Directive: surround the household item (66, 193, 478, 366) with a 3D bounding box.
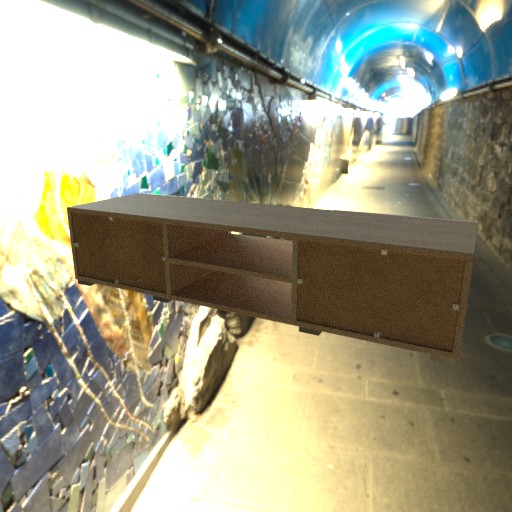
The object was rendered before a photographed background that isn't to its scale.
[{"bbox_3d":[0.000,0.000,1.600,1.400,0.310,0.420,8,18,26],"label":"household item"}]
